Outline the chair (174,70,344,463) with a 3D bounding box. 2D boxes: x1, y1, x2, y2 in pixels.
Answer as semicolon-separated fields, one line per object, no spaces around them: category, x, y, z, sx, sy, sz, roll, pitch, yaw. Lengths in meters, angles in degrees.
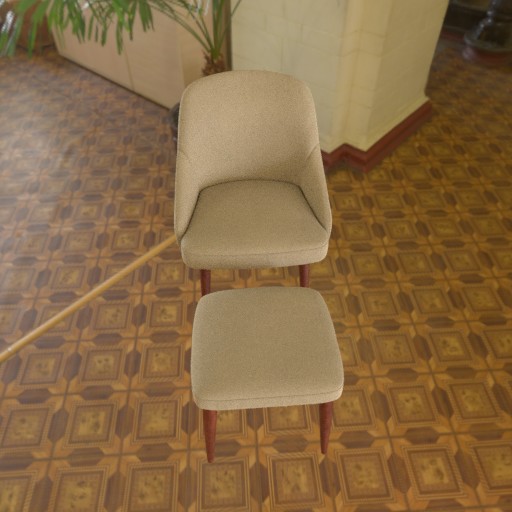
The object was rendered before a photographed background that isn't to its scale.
chair;0.000;0.000;1.594;0.584;0.866;1.114;-3;47;-3
